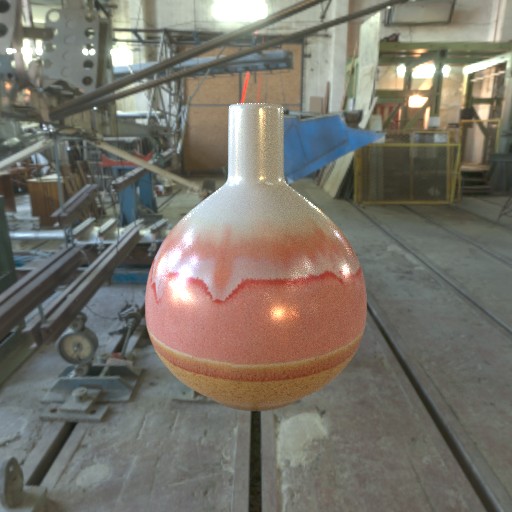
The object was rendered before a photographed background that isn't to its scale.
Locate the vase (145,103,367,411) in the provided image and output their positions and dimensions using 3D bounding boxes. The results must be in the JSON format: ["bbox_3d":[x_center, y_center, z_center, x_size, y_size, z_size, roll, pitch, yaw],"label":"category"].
[{"bbox_3d":[0.000,0.000,0.273,0.137,0.176,0.137,0,16,0],"label":"vase"}]
